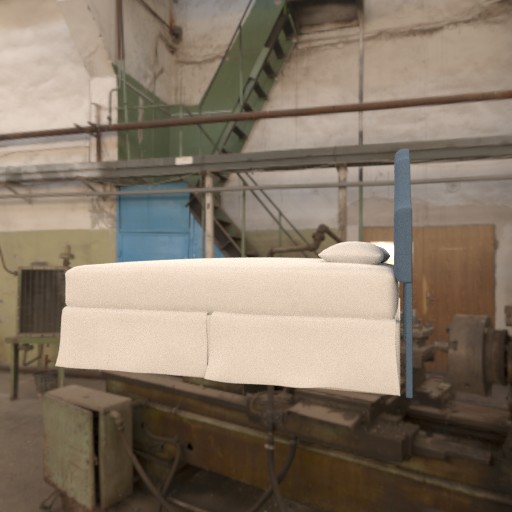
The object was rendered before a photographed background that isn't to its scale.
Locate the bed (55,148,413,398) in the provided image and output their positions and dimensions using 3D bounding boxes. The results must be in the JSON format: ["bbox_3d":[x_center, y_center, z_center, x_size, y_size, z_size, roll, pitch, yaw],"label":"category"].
[{"bbox_3d":[0.000,0.000,3.796,2.477,1.617,2.039,0,0,18],"label":"bed"}]
